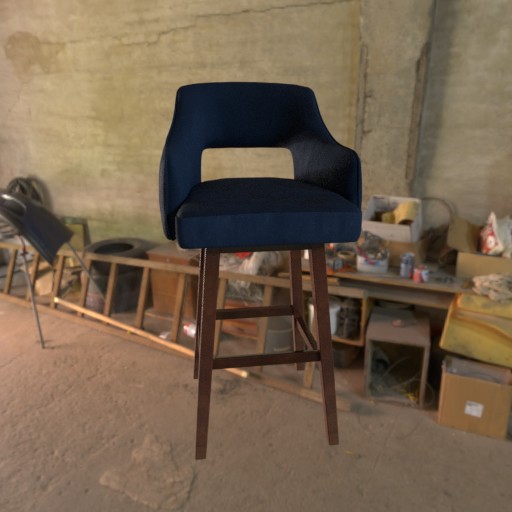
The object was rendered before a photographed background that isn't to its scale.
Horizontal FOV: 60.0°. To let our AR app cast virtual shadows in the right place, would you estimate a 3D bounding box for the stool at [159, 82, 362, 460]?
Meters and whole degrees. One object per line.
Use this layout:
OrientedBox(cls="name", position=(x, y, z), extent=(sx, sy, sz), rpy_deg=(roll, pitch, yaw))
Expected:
OrientedBox(cls="stool", position=(0.000, 0.000, 1.371), extent=(0.550, 1.041, 0.560), rpy_deg=(-3, 18, -8))
